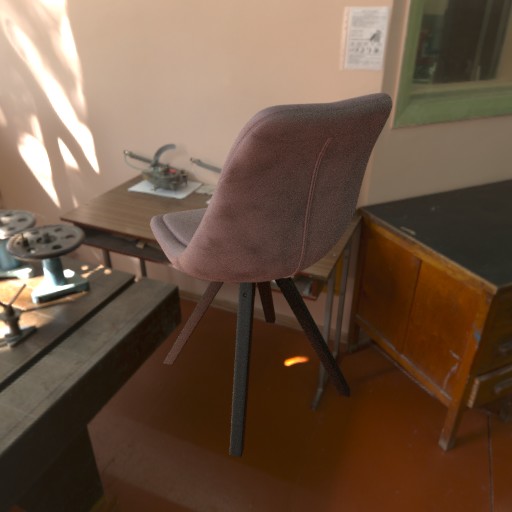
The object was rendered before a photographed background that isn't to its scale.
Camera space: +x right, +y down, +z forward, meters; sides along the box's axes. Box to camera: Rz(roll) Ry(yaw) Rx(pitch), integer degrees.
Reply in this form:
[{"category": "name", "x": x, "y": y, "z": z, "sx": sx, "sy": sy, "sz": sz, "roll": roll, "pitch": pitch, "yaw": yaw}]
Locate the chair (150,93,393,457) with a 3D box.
[{"category": "chair", "x": 0.000, "y": 0.000, "z": 1.173, "sx": 0.483, "sy": 0.865, "sz": 0.547, "roll": -17, "pitch": 33, "yaw": -28}]
